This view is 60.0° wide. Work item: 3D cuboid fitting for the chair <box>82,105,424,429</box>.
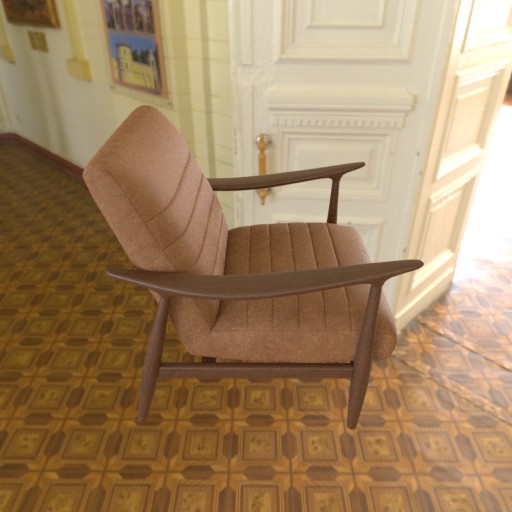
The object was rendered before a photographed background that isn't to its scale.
[{"bbox_3d":[0.000,0.000,1.428,0.798,0.832,0.741,0,32,0],"label":"chair"}]
